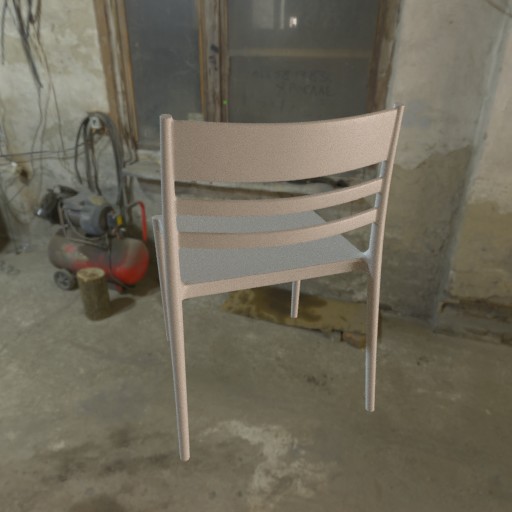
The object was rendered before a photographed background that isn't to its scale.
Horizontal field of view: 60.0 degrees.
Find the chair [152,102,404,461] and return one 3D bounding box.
[{"bbox_3d":[0.000,0.000,1.158,0.531,0.800,0.511,-8,28,-16],"label":"chair"}]
